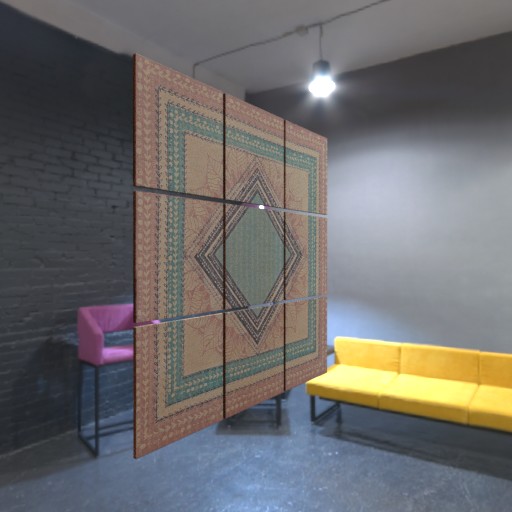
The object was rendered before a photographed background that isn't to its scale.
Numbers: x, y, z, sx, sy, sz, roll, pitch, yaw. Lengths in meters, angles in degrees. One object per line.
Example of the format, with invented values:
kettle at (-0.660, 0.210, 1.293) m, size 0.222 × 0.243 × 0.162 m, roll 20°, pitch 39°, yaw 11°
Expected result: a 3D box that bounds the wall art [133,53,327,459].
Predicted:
wall art at (0.000, 0.000, 1.814) m, size 0.013 × 1.213 × 1.215 m, roll 0°, pitch 0°, yaw 37°
